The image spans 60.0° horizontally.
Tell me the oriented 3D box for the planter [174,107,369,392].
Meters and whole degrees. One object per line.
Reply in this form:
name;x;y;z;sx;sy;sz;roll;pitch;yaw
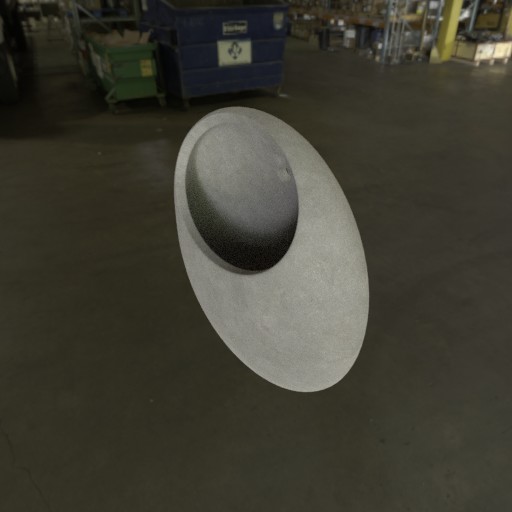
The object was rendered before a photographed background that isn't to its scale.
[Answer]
planter;0.000;0.000;0.292;0.071;0.188;0.185;-21;38;-29
